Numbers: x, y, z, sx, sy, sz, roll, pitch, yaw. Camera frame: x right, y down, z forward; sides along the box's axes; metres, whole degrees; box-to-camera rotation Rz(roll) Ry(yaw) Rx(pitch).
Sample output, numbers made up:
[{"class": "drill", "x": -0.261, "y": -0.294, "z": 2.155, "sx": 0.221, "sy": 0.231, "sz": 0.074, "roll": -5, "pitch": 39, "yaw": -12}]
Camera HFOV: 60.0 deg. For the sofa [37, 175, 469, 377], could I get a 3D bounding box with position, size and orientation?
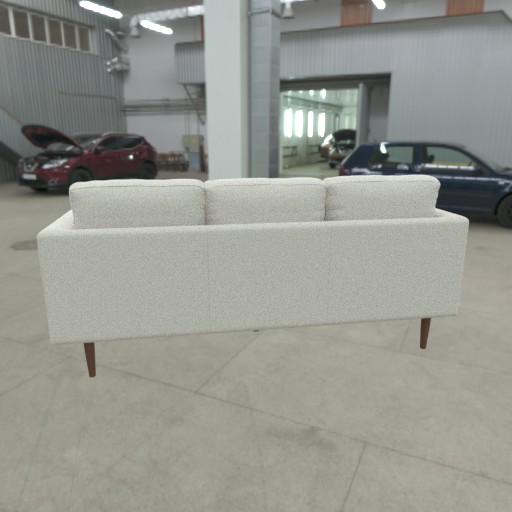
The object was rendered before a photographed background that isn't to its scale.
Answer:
[{"class": "sofa", "x": 0.000, "y": 0.000, "z": 2.468, "sx": 2.029, "sy": 0.912, "sz": 0.802, "roll": -3, "pitch": 16, "yaw": -9}]
